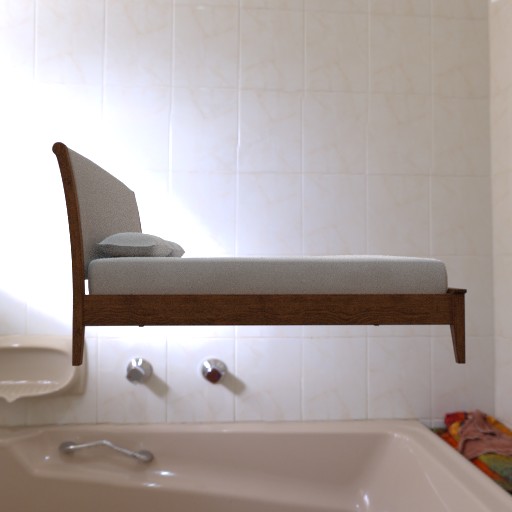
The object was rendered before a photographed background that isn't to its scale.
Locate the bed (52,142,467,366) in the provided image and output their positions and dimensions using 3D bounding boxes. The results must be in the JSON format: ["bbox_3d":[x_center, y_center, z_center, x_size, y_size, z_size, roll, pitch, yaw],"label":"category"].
[{"bbox_3d":[0.000,0.000,2.983,2.108,1.135,1.502,0,-1,-2],"label":"bed"}]
